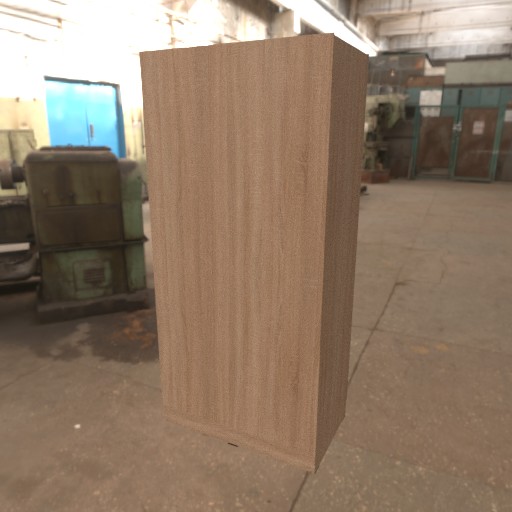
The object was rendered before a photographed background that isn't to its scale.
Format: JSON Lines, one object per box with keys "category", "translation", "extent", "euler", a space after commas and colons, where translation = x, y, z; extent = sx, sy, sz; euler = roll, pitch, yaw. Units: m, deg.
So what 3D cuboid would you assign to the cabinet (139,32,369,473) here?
{"category": "cabinet", "translation": [0.000, 0.000, 2.517], "extent": [1.001, 2.121, 0.590], "euler": [8, 18, 26]}
